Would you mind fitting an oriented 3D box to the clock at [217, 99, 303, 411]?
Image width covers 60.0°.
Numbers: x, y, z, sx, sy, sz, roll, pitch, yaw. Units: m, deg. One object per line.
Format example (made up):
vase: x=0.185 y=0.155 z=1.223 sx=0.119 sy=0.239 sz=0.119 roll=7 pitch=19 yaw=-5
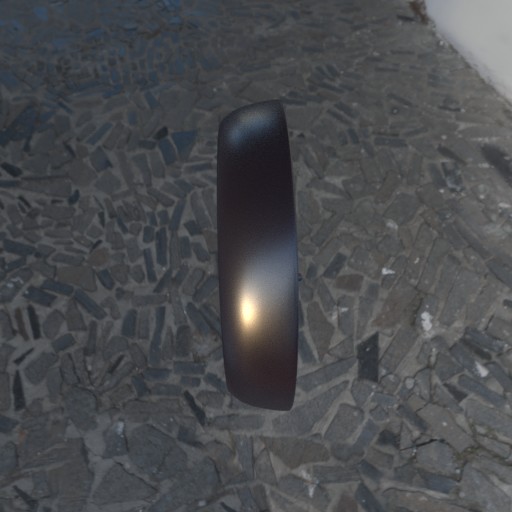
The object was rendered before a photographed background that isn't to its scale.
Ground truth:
clock: x=0.000 y=0.000 z=0.451 sx=0.060 sy=0.300 sz=0.300 roll=-2 pitch=59 yaw=-1
